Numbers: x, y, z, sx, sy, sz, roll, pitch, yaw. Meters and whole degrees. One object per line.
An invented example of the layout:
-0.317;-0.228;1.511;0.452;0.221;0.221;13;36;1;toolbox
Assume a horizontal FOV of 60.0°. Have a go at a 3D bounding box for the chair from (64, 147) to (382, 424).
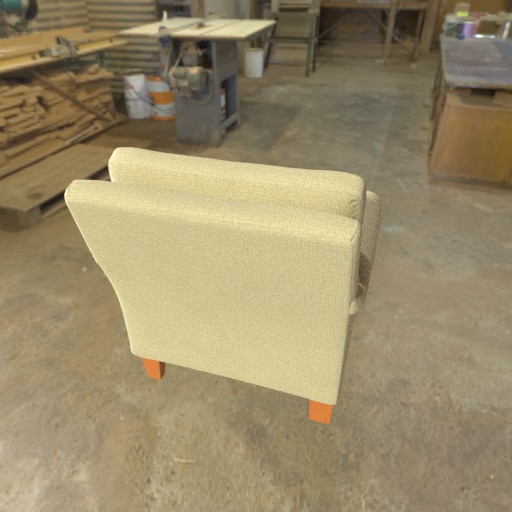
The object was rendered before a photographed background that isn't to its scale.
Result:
0.000;0.000;1.870;0.955;1.038;1.070;10;34;15;chair
